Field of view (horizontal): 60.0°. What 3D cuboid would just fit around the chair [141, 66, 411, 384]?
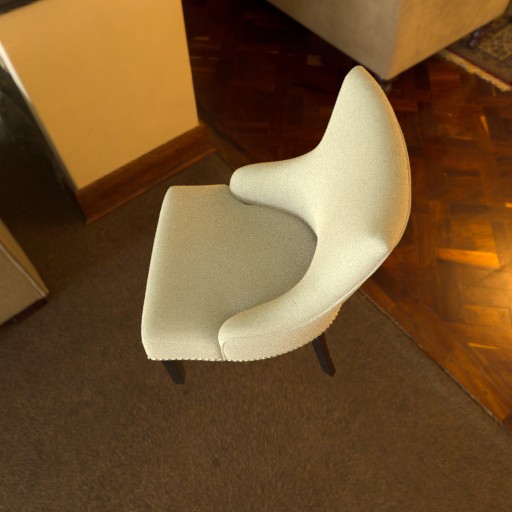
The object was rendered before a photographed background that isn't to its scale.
[{"bbox_3d":[0.000,0.000,1.286,0.629,0.909,0.566,1,58,1],"label":"chair"}]
